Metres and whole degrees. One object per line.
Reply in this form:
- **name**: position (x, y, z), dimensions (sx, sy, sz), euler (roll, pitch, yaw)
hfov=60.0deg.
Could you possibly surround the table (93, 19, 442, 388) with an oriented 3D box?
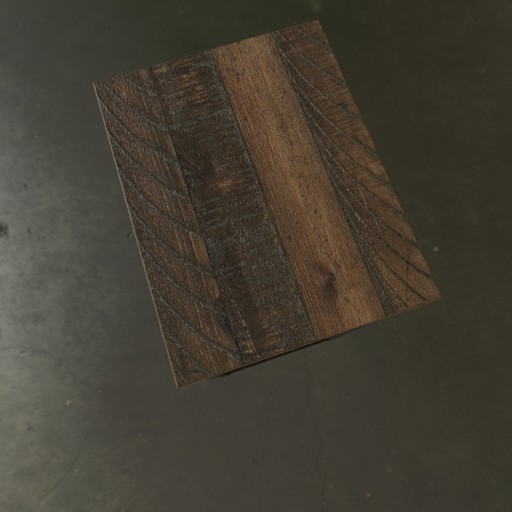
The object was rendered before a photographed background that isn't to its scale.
- **table**: position (0.000, 0.000, 0.900), dimensions (0.323, 0.718, 0.414), euler (-18, 76, -5)
